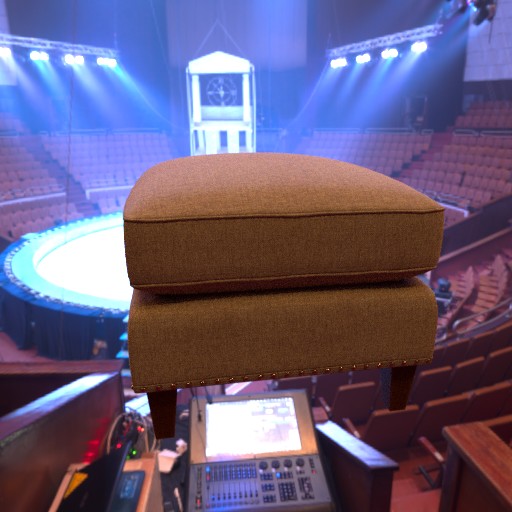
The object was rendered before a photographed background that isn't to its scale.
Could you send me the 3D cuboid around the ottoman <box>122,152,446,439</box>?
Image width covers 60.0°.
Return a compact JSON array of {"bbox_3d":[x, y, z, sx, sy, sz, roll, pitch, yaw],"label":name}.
[{"bbox_3d":[0.000,0.000,1.134,0.584,0.513,0.741,-3,16,-10],"label":"ottoman"}]
